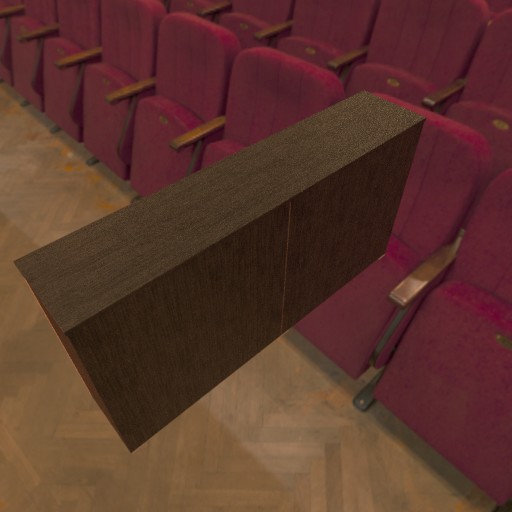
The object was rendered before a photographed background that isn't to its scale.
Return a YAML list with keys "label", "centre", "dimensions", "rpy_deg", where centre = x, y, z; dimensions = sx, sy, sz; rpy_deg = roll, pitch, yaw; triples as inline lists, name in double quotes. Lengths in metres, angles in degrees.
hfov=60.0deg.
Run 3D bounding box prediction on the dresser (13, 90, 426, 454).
- label: "dresser"
  centre: [0.000, 0.000, 1.787]
  dimensions: [1.535, 0.790, 0.333]
  rpy_deg: [-33, 54, -28]
